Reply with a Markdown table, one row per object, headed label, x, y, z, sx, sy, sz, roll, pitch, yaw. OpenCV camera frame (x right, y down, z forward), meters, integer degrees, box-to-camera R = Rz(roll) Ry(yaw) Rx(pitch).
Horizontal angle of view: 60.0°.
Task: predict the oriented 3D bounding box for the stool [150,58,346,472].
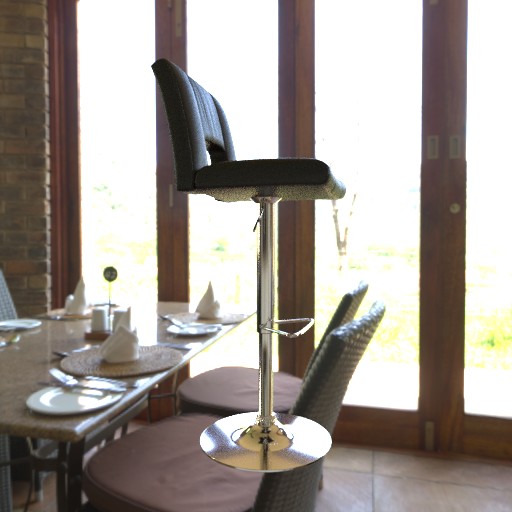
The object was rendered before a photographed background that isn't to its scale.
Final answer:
| label | x | y | z | sx | sy | sz | roll | pitch | yaw |
| --- | --- | --- | --- | --- | --- | --- | --- | --- | --- |
| stool | 0.000 | 0.000 | 1.392 | 0.520 | 1.151 | 0.415 | 0 | 1 | 18 |
